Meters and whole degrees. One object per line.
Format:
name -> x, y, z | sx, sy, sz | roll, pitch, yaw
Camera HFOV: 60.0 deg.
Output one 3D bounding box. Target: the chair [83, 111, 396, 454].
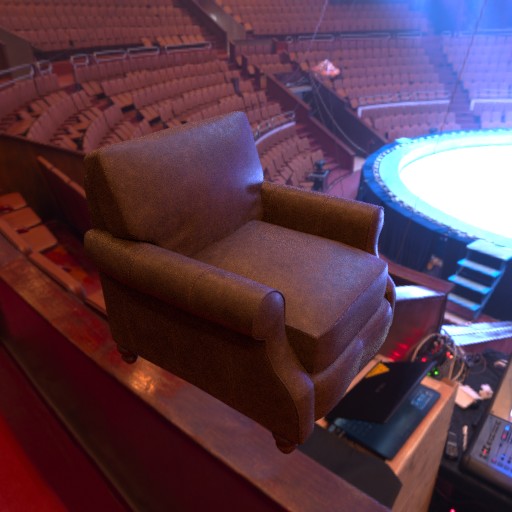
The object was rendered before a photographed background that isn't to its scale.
chair -> 0.000, 0.000, 1.773 | 1.002, 0.976, 0.996 | 18, 32, 31
